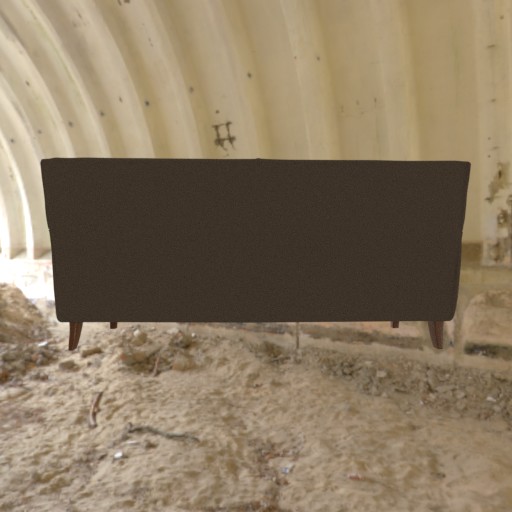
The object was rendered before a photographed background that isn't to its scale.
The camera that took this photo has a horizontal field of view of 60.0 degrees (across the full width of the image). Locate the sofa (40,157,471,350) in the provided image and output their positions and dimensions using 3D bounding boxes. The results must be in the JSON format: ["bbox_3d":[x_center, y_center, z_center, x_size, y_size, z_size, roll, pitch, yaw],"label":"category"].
[{"bbox_3d":[0.000,0.000,2.457,2.002,0.907,0.843,0,0,-1],"label":"sofa"}]
